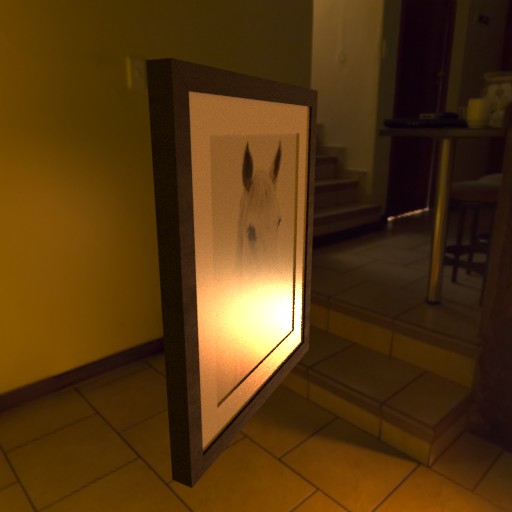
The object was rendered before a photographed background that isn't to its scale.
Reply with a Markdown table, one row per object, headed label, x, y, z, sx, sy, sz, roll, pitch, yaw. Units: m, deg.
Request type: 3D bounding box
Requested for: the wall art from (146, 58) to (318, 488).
| label | x | y | z | sx | sy | sz | roll | pitch | yaw |
| --- | --- | --- | --- | --- | --- | --- | --- | --- | --- |
| wall art | 0.000 | 0.000 | 0.743 | 0.034 | 0.552 | 0.455 | 8 | 18 | 26 |
